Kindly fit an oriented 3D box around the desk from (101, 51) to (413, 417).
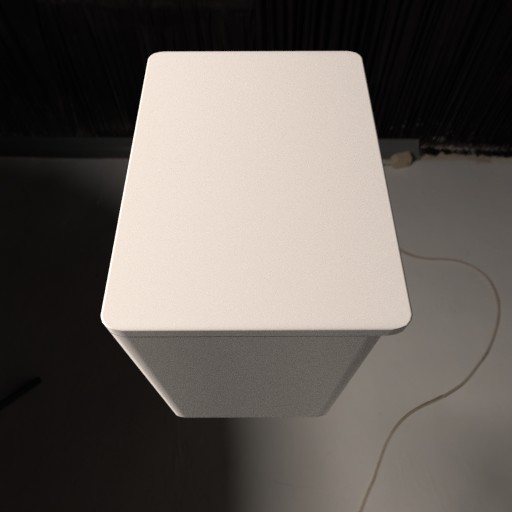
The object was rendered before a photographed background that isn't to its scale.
[{"bbox_3d":[0.000,0.000,1.301,0.549,0.800,0.762,0,60,0],"label":"desk"}]
